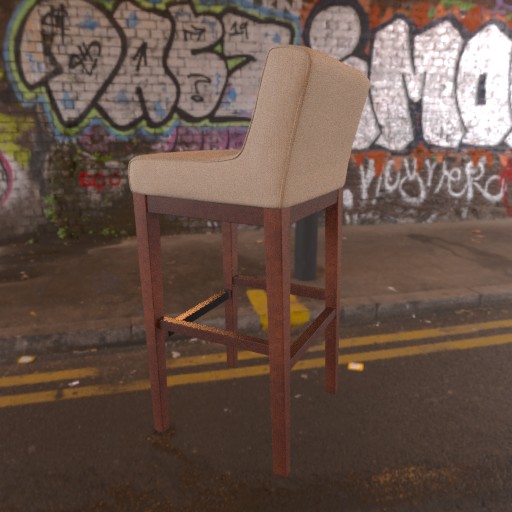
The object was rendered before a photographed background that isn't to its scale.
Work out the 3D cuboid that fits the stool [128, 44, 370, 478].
[{"bbox_3d":[0.000,0.000,1.297,0.500,1.037,0.511,8,17,26],"label":"stool"}]
